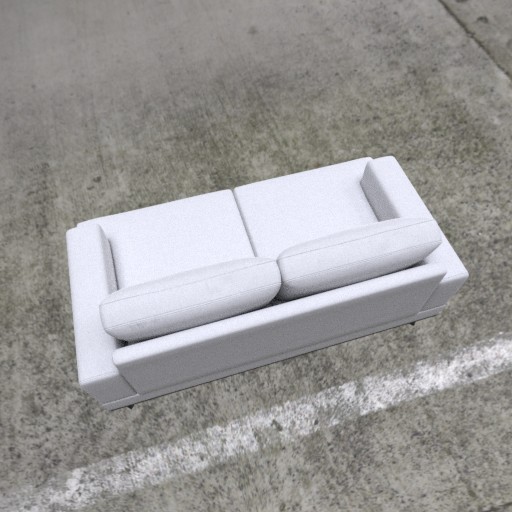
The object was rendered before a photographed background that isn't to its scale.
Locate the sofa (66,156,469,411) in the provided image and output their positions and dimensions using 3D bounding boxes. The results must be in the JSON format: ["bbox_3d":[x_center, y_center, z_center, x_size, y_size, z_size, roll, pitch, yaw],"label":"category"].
[{"bbox_3d":[0.000,0.000,2.129,1.650,0.810,0.920,-14,59,-9],"label":"sofa"}]
